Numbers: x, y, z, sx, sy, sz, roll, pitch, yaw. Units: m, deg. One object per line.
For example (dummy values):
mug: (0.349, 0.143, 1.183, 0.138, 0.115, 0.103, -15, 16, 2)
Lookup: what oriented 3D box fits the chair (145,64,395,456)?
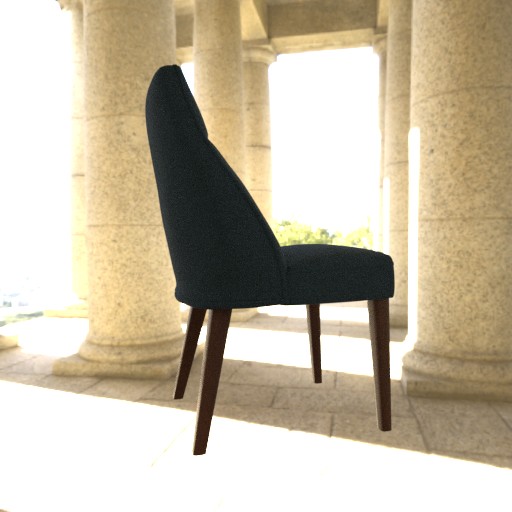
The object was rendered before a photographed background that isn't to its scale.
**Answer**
chair: (0.000, 0.000, 1.294, 0.620, 0.930, 0.500, 0, 2, -17)
